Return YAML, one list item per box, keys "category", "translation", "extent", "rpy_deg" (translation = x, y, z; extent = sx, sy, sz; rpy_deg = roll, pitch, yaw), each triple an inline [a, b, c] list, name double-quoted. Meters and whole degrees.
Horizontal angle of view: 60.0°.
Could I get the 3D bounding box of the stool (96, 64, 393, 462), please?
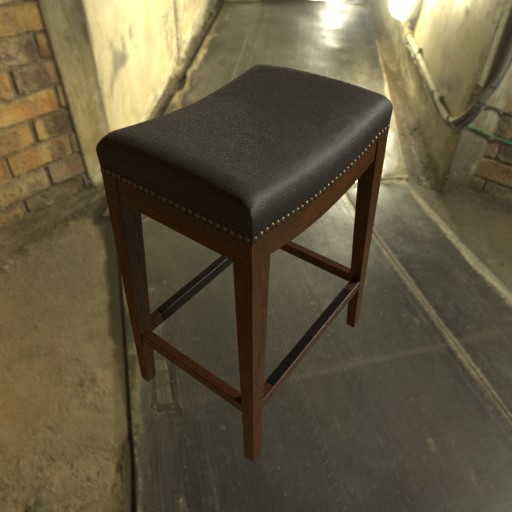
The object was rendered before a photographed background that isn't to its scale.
- category: "stool"
  translation: [0.000, 0.000, 0.963]
  extent: [0.353, 0.664, 0.490]
  rpy_deg: [27, 48, 27]
